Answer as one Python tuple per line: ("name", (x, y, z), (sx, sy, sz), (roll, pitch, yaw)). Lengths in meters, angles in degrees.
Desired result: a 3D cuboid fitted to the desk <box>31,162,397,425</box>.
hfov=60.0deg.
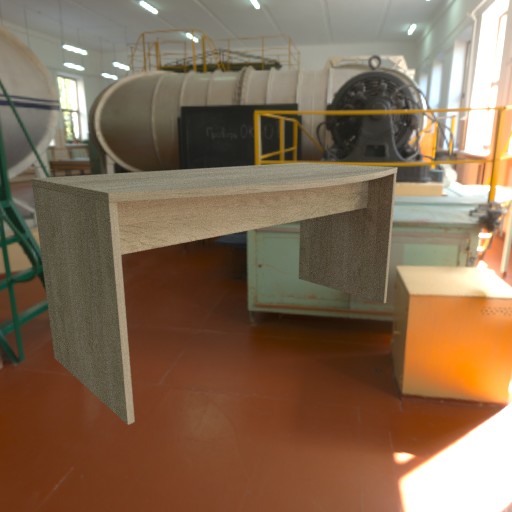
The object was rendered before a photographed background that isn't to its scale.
("desk", (0.000, 0.000, 2.038), (1.600, 0.752, 0.802), (-14, 20, -42))
